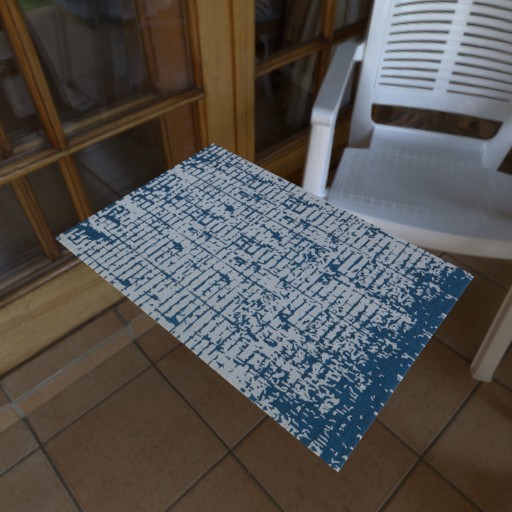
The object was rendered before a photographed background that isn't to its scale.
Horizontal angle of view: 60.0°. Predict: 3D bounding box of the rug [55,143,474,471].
[{"bbox_3d":[0.000,0.000,2.308,1.828,0.007,1.220,32,54,27],"label":"rug"}]
